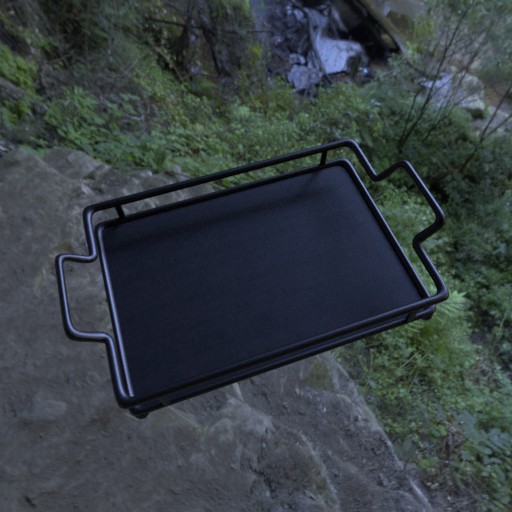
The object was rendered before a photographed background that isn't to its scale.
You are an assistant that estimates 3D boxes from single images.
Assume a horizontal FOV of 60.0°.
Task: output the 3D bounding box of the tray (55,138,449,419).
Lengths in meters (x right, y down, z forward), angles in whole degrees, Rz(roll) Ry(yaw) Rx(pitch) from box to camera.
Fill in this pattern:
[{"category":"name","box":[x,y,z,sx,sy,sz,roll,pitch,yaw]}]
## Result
[{"category":"tray","box":[0.000,0.000,0.605,0.495,0.101,0.297,-17,61,-10]}]
